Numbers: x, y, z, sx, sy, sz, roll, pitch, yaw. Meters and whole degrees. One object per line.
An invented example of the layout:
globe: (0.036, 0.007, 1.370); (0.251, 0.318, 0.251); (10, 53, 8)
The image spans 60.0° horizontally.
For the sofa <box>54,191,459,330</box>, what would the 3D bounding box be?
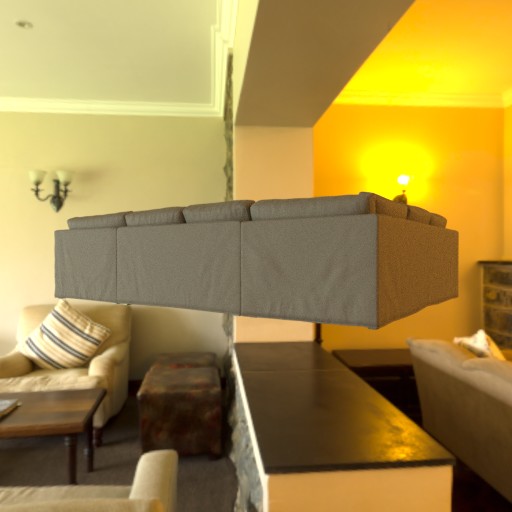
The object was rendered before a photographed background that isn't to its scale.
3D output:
sofa: (0.000, 0.000, 4.593); (3.460, 0.882, 2.427); (0, 0, 35)
